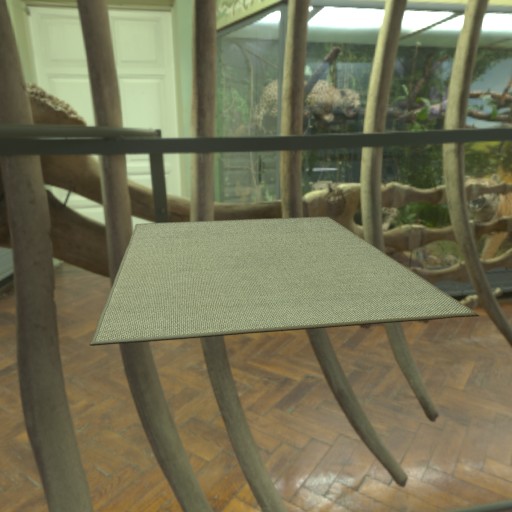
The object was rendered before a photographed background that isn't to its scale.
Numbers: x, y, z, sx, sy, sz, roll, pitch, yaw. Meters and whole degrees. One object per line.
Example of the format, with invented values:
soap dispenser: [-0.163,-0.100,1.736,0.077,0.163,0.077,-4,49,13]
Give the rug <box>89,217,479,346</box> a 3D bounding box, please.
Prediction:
rug: [0.000,0.000,4.087,2.413,0.020,3.041,-3,17,-9]
